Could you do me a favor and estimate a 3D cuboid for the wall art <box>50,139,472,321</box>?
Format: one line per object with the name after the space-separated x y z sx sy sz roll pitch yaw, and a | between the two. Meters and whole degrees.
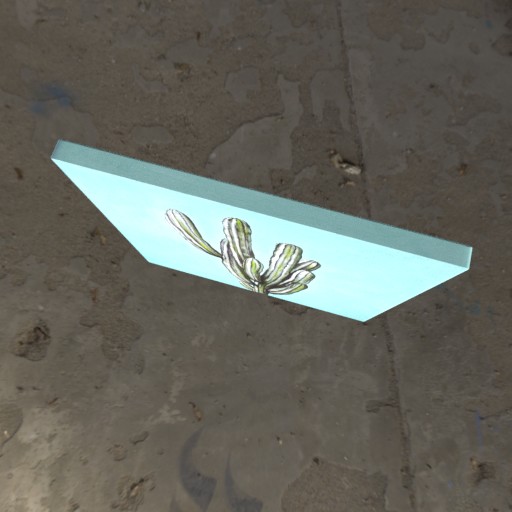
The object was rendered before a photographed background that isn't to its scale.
0.000 0.000 1.614 1.071 1.073 0.070 15 75 4 | wall art
